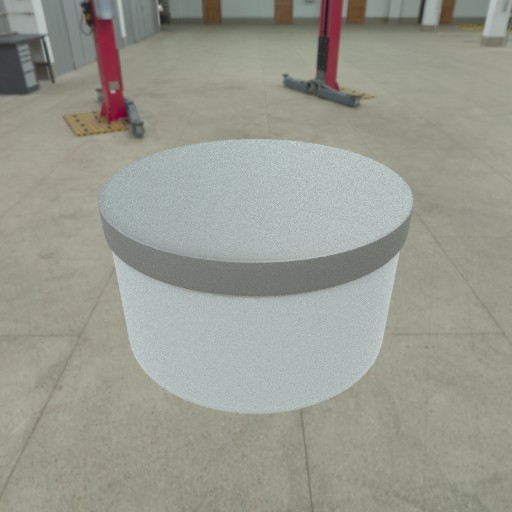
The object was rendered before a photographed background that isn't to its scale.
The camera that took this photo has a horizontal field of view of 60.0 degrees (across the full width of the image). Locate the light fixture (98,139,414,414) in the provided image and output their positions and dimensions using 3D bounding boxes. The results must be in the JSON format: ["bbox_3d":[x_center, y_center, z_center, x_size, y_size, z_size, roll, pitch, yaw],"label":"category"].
[{"bbox_3d":[0.000,0.000,0.633,0.393,0.229,0.393,0,31,0],"label":"light fixture"}]
